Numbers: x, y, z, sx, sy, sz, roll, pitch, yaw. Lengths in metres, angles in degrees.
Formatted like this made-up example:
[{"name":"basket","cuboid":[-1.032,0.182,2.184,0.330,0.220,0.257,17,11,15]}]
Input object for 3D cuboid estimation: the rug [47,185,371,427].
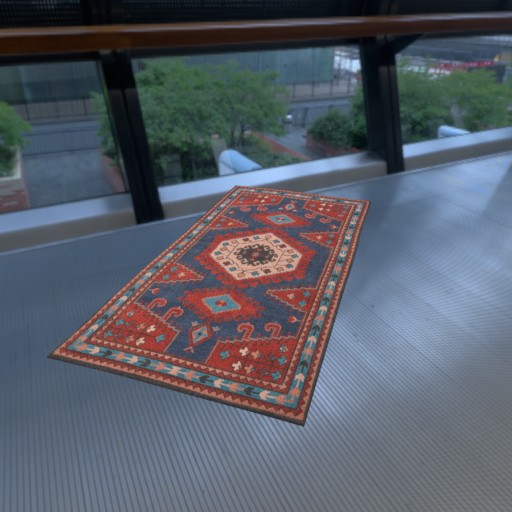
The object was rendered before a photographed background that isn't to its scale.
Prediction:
[{"name":"rug","cuboid":[0.000,0.000,3.592,1.522,0.034,3.032,9,30,16]}]
